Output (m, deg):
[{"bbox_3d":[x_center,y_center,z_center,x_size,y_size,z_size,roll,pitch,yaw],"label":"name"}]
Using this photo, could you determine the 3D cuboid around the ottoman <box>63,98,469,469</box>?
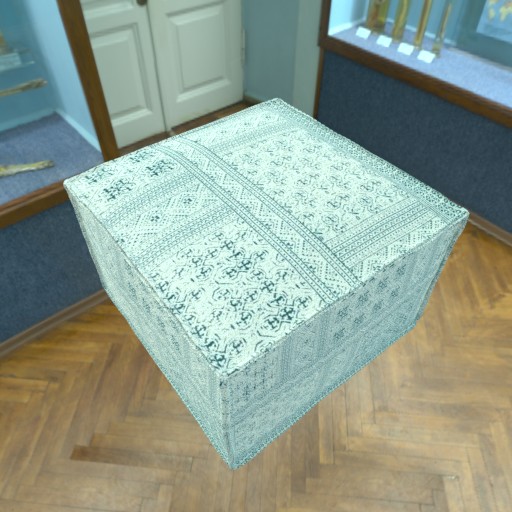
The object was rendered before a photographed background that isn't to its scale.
[{"bbox_3d":[0.000,0.000,1.057,0.617,0.439,0.626,-29,53,-25],"label":"ottoman"}]
